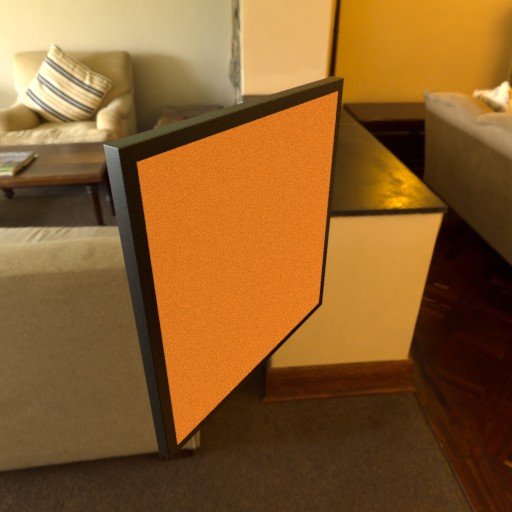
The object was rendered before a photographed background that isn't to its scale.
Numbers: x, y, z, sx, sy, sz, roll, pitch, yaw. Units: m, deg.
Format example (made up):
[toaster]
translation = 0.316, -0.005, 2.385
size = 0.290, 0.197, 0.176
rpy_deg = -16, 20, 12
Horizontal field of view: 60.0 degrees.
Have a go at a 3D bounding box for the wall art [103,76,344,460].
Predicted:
[wall art]
translation = 0.000, 0.000, 1.133
size = 0.038, 0.761, 0.755
rpy_deg = 21, 37, 30
